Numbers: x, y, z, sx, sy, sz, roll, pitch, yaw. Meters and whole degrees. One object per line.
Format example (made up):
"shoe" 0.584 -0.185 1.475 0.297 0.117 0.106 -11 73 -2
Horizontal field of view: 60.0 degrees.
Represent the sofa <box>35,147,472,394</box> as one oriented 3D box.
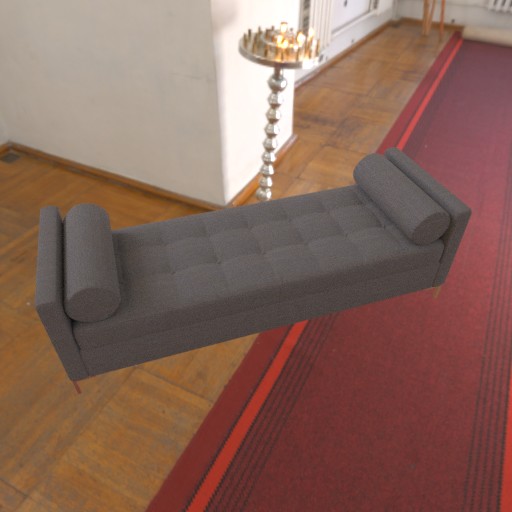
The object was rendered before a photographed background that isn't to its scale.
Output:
"sofa" 0.000 0.000 2.331 1.981 0.635 0.686 -12 43 -14
